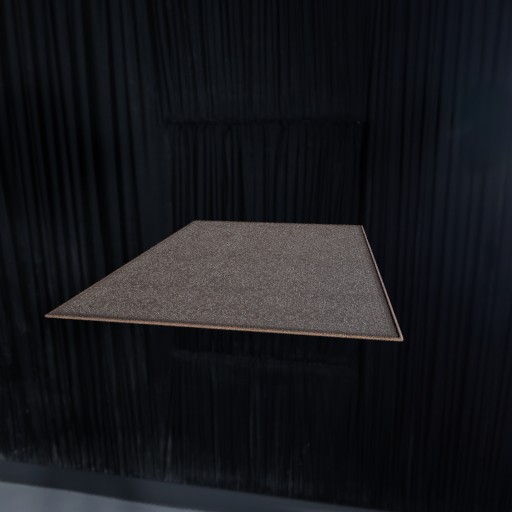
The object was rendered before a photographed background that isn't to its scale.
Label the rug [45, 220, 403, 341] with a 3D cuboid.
[{"bbox_3d":[0.000,0.000,2.921,1.524,0.011,2.286,2,15,9],"label":"rug"}]
